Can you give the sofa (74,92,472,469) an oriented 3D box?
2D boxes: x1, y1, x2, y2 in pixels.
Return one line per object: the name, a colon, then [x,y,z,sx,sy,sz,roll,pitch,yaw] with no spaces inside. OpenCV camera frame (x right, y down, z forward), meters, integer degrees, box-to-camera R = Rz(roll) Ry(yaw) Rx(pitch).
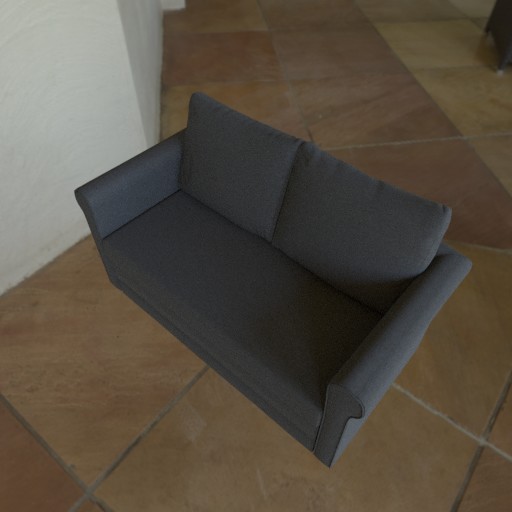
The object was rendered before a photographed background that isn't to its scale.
sofa: [0.000,0.000,1.882,1.460,0.872,0.741,33,56,26]
